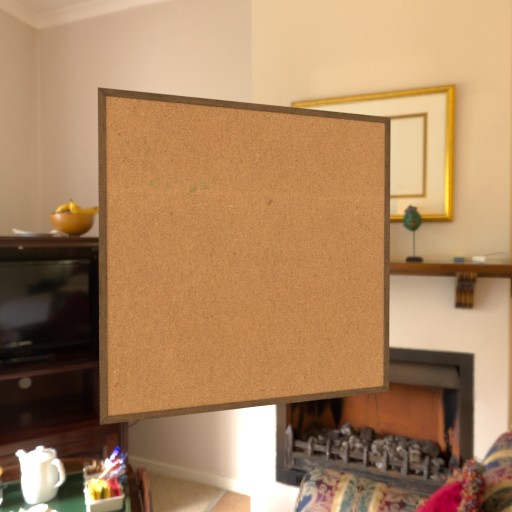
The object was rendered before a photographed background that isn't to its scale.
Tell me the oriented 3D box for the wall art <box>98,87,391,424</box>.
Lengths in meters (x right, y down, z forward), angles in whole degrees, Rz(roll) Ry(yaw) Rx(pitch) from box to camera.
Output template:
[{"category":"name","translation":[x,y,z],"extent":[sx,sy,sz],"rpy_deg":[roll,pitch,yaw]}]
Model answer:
[{"category":"wall art","translation":[0.000,0.000,0.762],"extent":[0.508,0.508,0.038],"rpy_deg":[0,1,-18]}]
